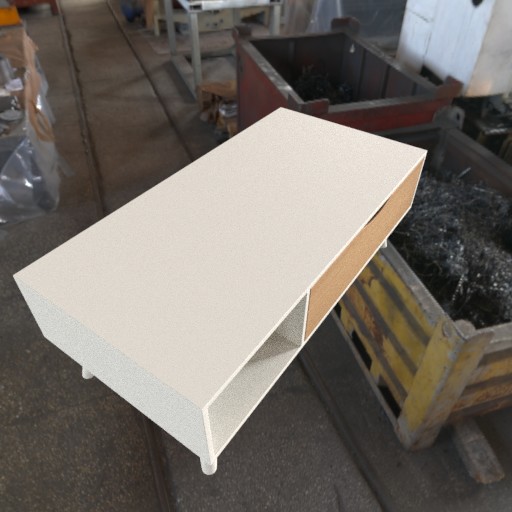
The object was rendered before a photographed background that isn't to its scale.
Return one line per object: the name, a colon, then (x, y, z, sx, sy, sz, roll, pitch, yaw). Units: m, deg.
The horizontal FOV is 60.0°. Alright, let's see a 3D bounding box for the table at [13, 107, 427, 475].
table: (0.000, 0.000, 1.456, 0.609, 0.432, 1.194, 26, 48, 26)
